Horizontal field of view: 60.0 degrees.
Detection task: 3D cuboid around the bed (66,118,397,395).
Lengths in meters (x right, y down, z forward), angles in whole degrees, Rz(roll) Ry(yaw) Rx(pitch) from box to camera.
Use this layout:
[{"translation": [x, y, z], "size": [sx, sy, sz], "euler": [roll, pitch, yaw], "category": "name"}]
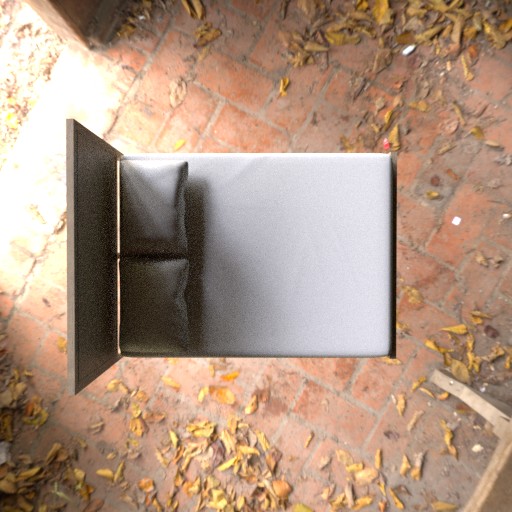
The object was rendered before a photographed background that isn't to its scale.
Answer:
[{"translation": [0.000, 0.000, 3.250], "size": [2.189, 1.369, 1.606], "euler": [0, 91, 0], "category": "bed"}]
